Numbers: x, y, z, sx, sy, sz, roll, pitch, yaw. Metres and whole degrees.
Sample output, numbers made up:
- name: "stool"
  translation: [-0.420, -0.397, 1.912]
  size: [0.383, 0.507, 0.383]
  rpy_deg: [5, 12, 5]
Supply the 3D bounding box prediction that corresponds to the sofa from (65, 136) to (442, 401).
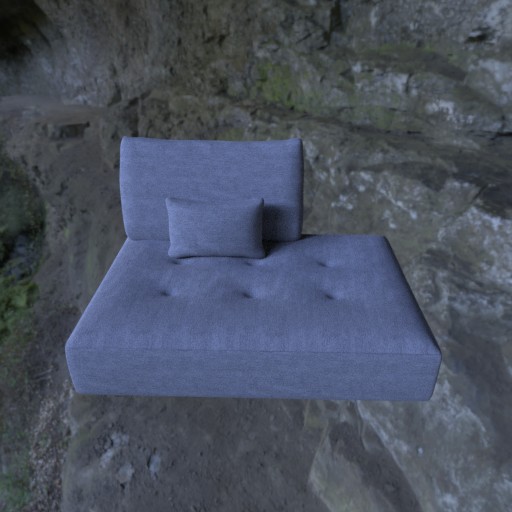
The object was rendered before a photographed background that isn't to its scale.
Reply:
- name: "sofa"
  translation: [0.000, 0.000, 2.007]
  size: [1.450, 0.820, 1.002]
  rpy_deg: [1, 31, 1]
